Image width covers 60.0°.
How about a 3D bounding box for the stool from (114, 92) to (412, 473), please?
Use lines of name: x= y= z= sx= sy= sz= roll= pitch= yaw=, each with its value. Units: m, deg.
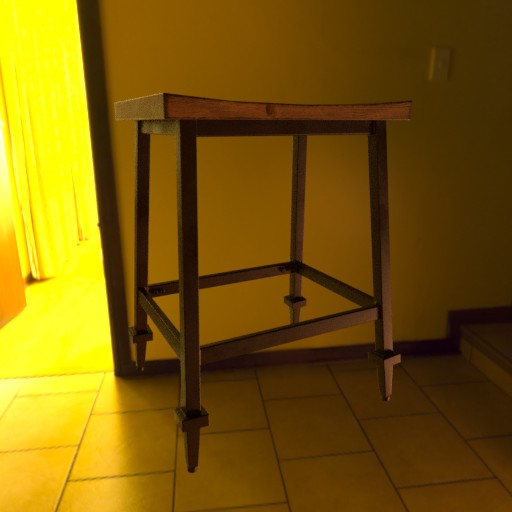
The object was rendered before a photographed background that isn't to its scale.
stool: x=0.000 y=0.000 z=0.949 sx=0.486 sy=0.625 sz=0.405 roll=-9 pitch=19 yaw=-26
